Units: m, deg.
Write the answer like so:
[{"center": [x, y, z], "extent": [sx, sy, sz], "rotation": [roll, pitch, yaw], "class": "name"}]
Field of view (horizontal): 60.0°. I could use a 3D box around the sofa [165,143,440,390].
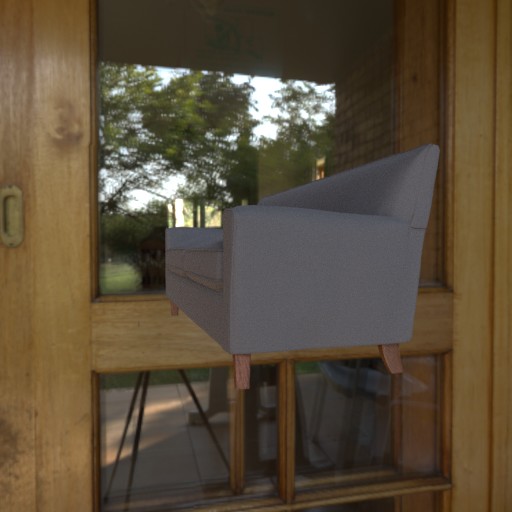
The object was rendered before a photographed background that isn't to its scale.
[{"center": [0.000, 0.000, 2.519], "extent": [0.843, 0.907, 2.002], "rotation": [0, 1, -18], "class": "sofa"}]
